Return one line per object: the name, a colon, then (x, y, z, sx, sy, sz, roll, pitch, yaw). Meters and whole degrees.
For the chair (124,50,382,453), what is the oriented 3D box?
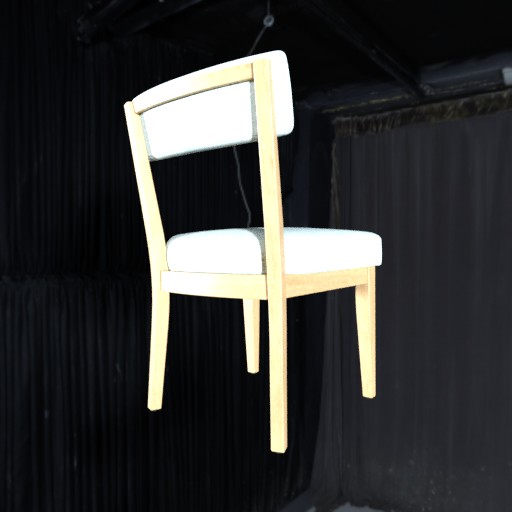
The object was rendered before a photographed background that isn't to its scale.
chair: (0.000, 0.000, 1.208, 0.508, 0.832, 0.572, 1, 1, 38)
